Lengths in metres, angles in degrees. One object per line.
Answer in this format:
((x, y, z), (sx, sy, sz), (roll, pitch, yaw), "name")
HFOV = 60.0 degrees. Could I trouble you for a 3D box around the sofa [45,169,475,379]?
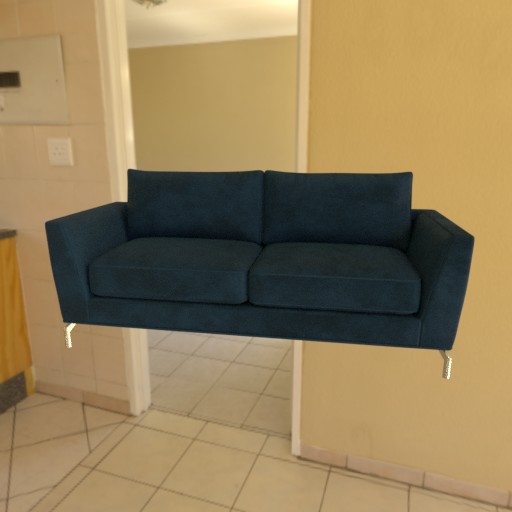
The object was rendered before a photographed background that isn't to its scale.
((0.000, 0.000, 2.687), (2.212, 0.998, 0.853), (2, 15, 9), "sofa")
